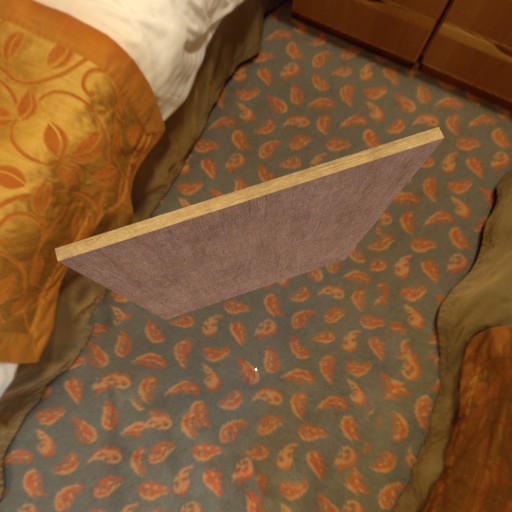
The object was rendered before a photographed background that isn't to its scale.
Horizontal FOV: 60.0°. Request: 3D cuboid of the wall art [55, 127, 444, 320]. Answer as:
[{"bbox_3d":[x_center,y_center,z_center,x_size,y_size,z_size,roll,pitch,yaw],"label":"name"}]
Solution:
[{"bbox_3d":[0.000,0.000,0.914,0.534,0.686,0.018,-18,76,-5],"label":"wall art"}]
